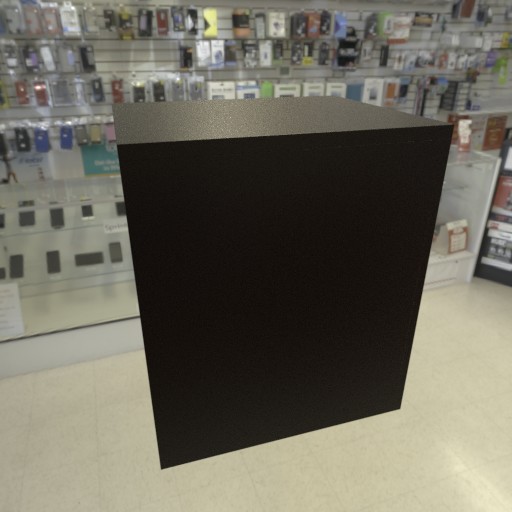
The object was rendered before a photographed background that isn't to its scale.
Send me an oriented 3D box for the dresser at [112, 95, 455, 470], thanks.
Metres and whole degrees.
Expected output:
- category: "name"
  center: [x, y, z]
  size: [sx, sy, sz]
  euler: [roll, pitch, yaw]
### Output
- category: "dresser"
  center: [0.000, 0.000, 0.749]
  size: [0.400, 0.470, 0.360]
  euler: [-8, 27, -15]
